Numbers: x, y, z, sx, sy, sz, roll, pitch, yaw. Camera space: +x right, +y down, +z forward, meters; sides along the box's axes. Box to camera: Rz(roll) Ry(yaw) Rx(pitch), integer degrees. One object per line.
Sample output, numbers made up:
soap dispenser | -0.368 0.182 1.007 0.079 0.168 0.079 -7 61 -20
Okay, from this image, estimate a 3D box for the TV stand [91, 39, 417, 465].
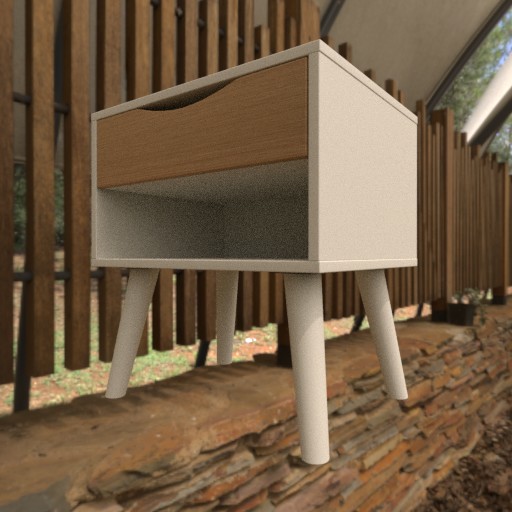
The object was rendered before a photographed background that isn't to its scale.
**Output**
TV stand | 0.000 0.000 0.883 0.508 0.559 0.405 0 0 37
